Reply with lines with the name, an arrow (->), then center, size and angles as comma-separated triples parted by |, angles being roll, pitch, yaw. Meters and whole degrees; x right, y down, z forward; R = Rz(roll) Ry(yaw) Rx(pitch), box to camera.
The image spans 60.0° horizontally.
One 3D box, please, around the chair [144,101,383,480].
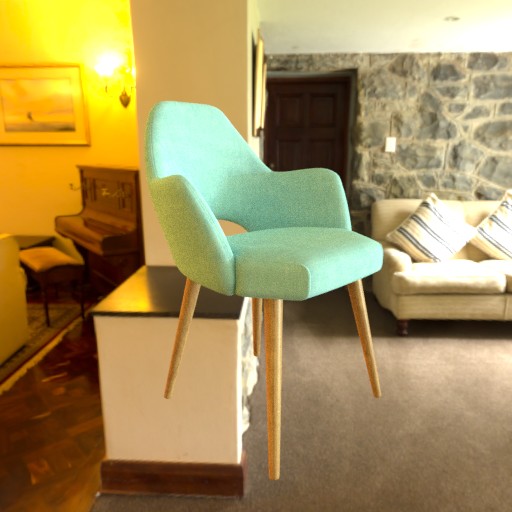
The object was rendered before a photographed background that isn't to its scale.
chair -> 0.000, 0.000, 1.219 | 0.610, 0.840, 0.590 | 12, 18, 42
